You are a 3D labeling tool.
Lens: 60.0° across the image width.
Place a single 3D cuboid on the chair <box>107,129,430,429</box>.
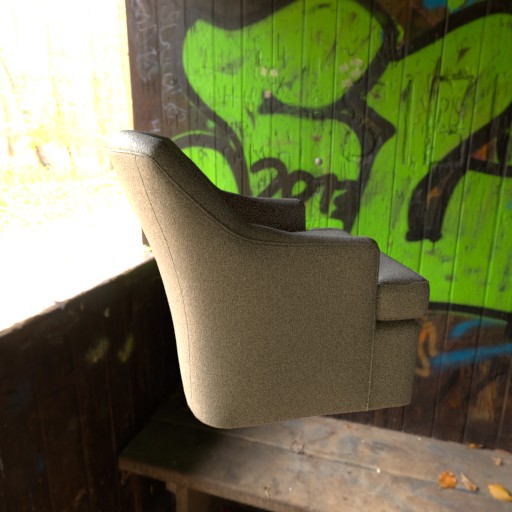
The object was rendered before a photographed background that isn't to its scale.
[{"bbox_3d":[0.000,0.000,1.563,0.923,0.856,0.864,-3,16,-10],"label":"chair"}]
